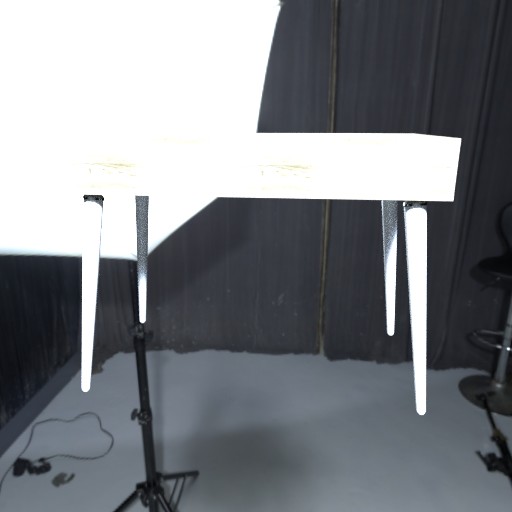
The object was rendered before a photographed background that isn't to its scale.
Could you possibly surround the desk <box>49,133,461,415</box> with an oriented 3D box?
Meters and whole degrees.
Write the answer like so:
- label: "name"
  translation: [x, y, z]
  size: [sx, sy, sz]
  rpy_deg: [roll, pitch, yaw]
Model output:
- label: "desk"
  translation: [0.000, 0.000, 1.373]
  size: [0.979, 0.723, 0.491]
  rpy_deg: [2, 17, 6]
